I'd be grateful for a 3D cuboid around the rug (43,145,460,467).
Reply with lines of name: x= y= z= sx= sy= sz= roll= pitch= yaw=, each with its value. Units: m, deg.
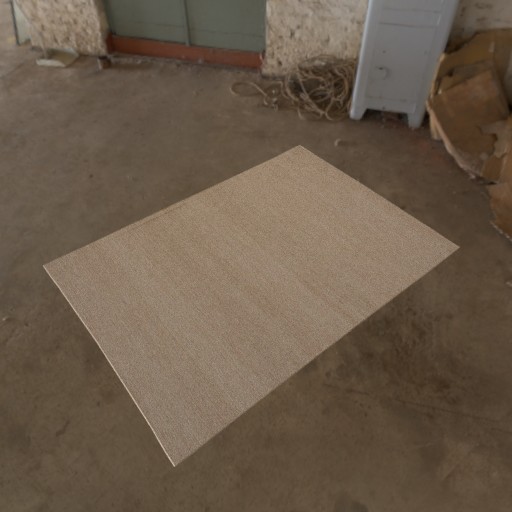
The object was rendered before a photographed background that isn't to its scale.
rug: x=0.000 y=0.000 z=3.717 sx=2.869 sy=0.038 sz=2.032 roll=-30 pitch=53 yaw=-25
